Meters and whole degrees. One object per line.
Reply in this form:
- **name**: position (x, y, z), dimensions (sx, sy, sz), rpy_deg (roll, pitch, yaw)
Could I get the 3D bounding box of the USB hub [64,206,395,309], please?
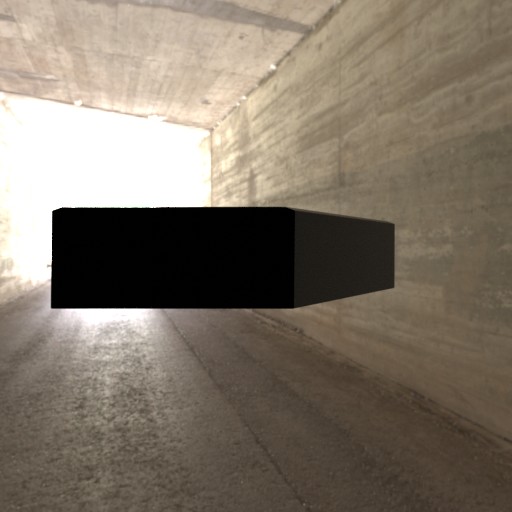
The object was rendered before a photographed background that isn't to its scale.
- **USB hub**: position (0.000, 0.000, 0.125), dimensions (0.044, 0.023, 0.110), rpy_deg (1, 1, 36)
